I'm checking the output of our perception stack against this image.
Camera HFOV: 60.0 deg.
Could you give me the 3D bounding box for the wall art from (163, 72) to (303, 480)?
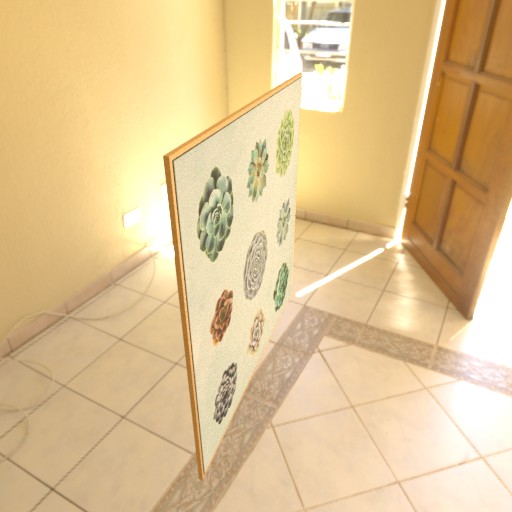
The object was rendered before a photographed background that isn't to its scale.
[{"bbox_3d":[0.000,0.000,1.418,0.013,0.959,0.962,10,33,16],"label":"wall art"}]
